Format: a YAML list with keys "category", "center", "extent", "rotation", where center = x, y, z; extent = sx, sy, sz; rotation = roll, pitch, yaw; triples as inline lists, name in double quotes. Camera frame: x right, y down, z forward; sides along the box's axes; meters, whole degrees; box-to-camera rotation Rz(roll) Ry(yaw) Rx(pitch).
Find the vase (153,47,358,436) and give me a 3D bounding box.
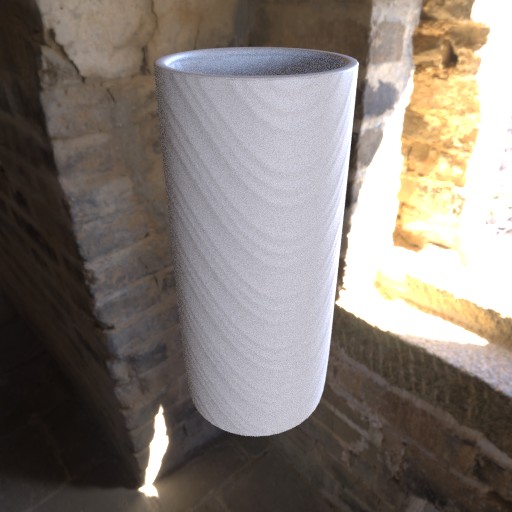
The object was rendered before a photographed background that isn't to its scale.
- category: "vase"
  center: [0.000, 0.000, 0.385]
  extent: [0.143, 0.316, 0.143]
  rotation: [0, 32, 0]
